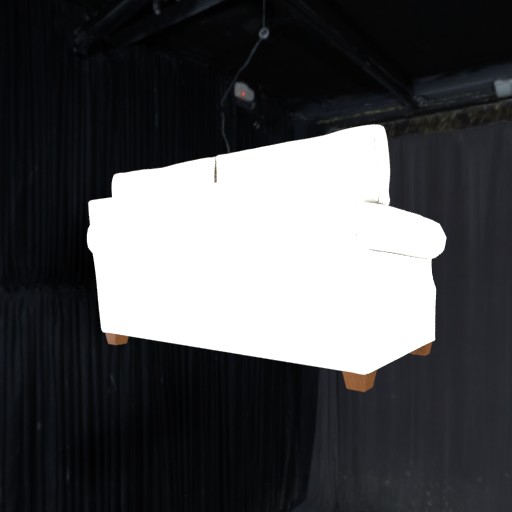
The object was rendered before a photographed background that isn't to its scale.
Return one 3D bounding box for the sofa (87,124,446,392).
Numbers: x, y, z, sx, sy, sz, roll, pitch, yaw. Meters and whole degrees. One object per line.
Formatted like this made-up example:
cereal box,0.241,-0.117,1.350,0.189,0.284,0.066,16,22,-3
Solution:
sofa,0.000,0.000,2.291,1.701,0.966,0.966,0,-1,37
